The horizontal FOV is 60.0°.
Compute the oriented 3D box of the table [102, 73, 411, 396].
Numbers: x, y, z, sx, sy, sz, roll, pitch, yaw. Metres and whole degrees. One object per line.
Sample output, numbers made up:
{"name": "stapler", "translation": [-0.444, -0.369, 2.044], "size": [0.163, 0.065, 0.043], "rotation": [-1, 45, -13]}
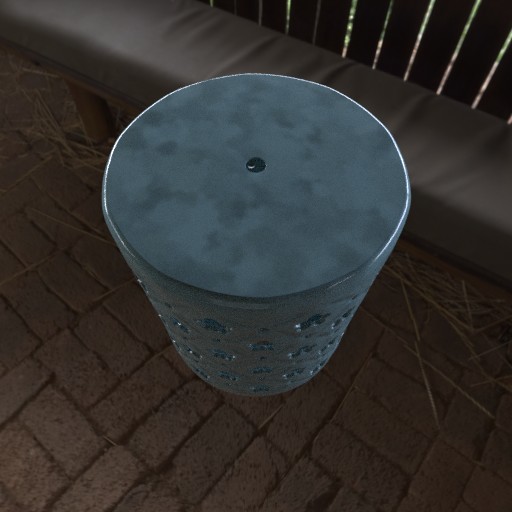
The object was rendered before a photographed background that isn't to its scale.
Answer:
{"name": "table", "translation": [0.000, 0.000, 0.664], "size": [0.352, 0.387, 0.352], "rotation": [0, 58, 0]}
